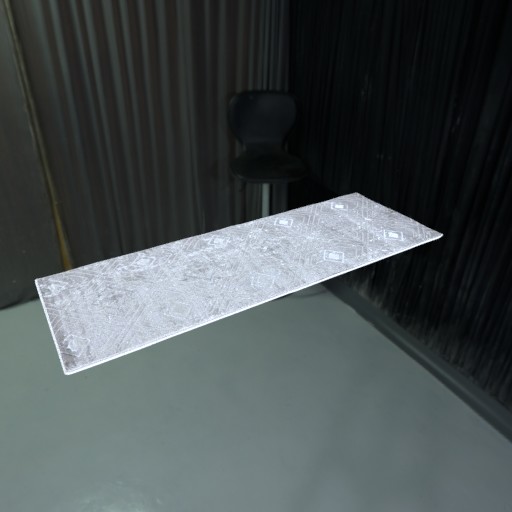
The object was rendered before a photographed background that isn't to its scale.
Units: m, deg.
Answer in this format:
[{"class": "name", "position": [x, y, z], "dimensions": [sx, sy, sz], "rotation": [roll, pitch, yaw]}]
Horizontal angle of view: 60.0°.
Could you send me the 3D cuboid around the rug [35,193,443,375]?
[{"class": "rug", "position": [0.000, 0.000, 2.693], "dimensions": [2.381, 0.035, 0.832], "rotation": [-17, 35, -27]}]
